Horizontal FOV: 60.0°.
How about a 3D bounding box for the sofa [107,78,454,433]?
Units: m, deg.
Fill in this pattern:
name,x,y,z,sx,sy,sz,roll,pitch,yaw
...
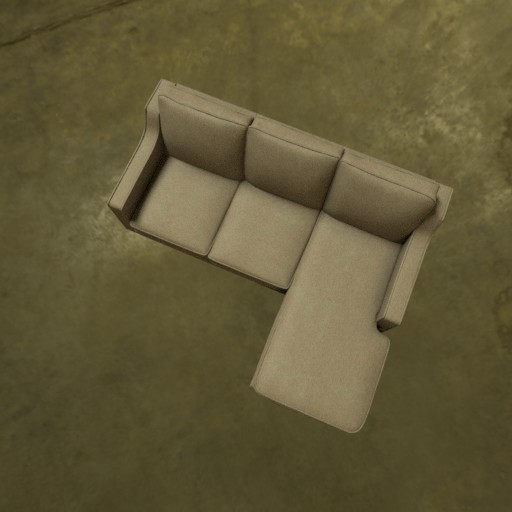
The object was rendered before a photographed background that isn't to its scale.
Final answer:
name,x,y,z,sx,sy,sz,roll,pitch,yaw
sofa,0.000,0.000,3.338,2.317,1.081,1.858,22,76,6
